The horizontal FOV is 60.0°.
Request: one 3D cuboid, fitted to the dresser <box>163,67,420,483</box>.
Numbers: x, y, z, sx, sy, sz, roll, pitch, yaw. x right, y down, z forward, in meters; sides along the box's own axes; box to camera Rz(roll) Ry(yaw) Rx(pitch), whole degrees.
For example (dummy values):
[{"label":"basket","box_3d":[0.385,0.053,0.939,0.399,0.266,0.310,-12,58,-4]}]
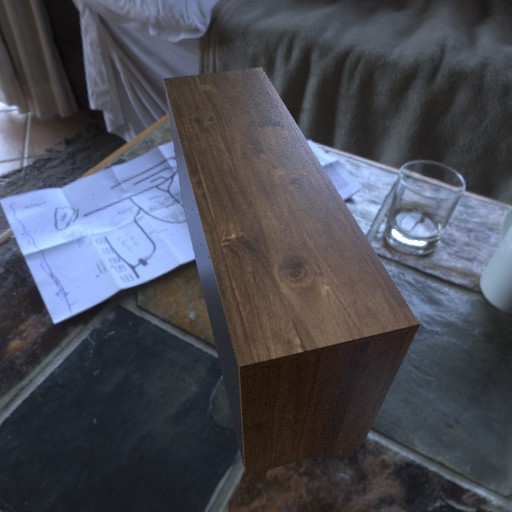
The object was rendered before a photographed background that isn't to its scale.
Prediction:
[{"label":"dresser","box_3d":[0.000,0.000,1.769,0.446,0.873,1.400,-11,48,-10]}]
